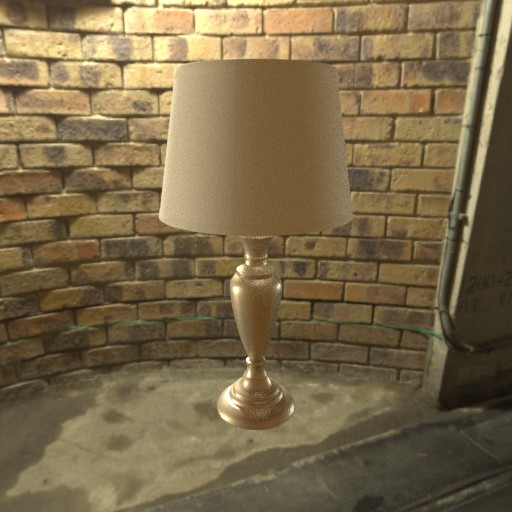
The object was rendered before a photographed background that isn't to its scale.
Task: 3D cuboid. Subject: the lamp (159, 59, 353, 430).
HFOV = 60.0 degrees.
[{"bbox_3d":[0.000,0.000,0.787,0.328,0.612,0.328,0,16,0],"label":"lamp"}]
